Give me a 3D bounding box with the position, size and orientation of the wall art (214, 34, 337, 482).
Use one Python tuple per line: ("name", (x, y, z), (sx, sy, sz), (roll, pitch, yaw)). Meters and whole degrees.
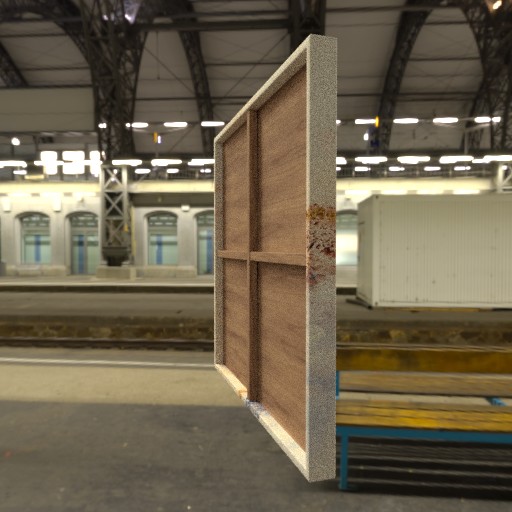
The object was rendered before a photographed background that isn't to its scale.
("wall art", (0.000, 0.000, 1.561), (0.071, 1.061, 1.061), (0, 1, -18))
